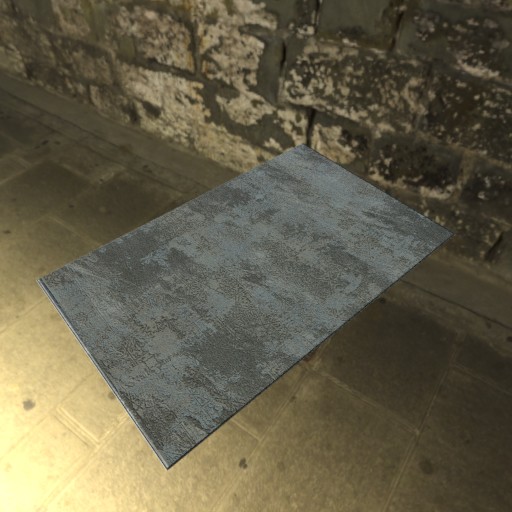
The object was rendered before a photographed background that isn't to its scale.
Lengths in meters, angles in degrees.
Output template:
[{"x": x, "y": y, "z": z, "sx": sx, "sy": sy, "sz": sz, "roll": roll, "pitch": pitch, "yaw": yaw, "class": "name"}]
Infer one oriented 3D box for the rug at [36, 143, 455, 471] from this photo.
[{"x": 0.000, "y": 0.000, "z": 3.014, "sx": 2.431, "sy": 0.012, "sz": 1.536, "roll": -32, "pitch": 55, "yaw": -27, "class": "rug"}]
